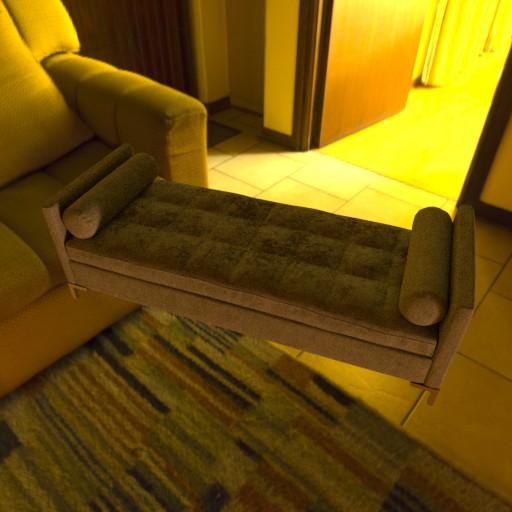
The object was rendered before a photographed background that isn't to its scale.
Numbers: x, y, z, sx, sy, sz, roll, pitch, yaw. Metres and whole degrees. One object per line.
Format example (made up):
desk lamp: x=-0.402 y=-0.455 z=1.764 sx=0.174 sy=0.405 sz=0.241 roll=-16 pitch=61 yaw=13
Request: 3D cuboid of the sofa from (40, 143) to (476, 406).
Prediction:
sofa: x=0.000 y=0.000 z=2.451 sx=2.102 sy=0.657 sz=0.797 roll=13 pitch=42 yaw=16
